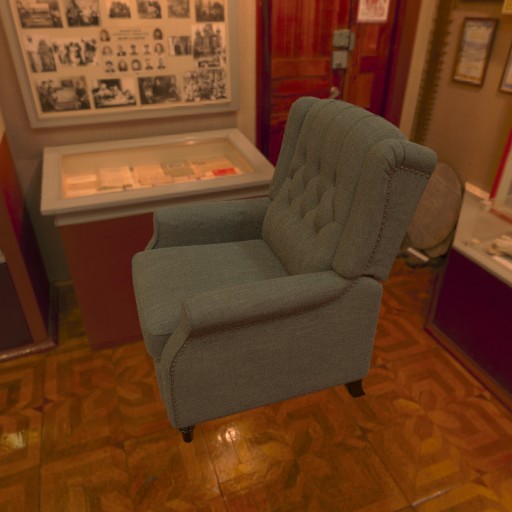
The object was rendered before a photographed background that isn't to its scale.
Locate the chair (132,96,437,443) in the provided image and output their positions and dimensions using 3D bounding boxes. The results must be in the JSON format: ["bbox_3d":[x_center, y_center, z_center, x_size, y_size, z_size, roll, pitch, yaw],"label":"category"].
[{"bbox_3d":[0.000,0.000,1.644,0.898,1.035,0.742,-10,33,-16],"label":"chair"}]
